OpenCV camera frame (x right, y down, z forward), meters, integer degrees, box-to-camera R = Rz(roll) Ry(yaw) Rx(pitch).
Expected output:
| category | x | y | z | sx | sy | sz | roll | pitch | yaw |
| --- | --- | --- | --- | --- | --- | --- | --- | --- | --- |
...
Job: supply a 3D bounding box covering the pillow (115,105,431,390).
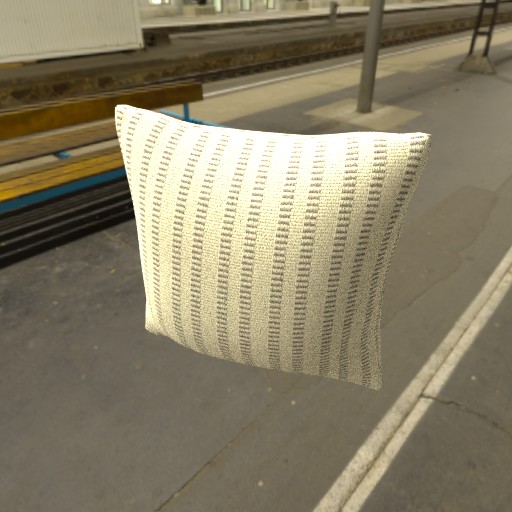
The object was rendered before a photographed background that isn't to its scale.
| category | x | y | z | sx | sy | sz | roll | pitch | yaw |
| --- | --- | --- | --- | --- | --- | --- | --- | --- | --- |
| pillow | 0.000 | 0.000 | 0.681 | 0.438 | 0.419 | 0.247 | 11 | 33 | 17 |
